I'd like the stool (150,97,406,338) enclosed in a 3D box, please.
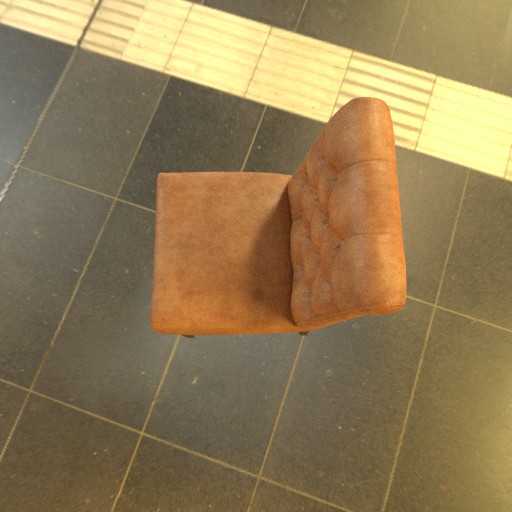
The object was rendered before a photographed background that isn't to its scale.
[{"bbox_3d":[0.000,0.000,1.395,0.601,1.047,0.493,0,77,0],"label":"stool"}]
